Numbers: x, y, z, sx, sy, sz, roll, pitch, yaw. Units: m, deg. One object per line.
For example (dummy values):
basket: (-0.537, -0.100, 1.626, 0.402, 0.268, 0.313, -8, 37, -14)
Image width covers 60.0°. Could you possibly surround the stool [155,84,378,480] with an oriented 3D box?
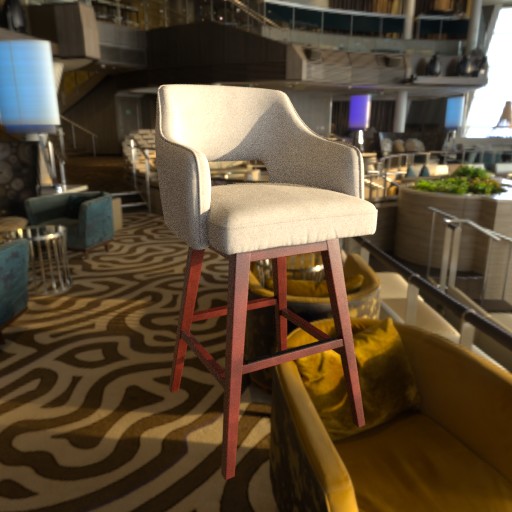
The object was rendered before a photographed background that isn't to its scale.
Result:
stool: (0.000, 0.000, 1.349, 0.548, 1.012, 0.558, -8, 18, -27)
